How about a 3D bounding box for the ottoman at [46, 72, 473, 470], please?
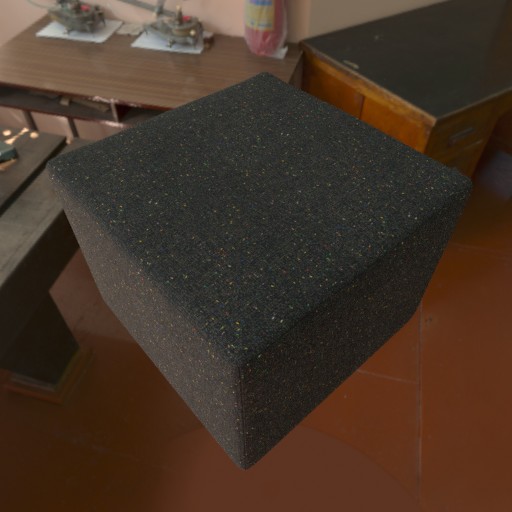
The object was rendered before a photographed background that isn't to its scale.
[{"bbox_3d":[0.000,0.000,0.854,0.508,0.432,0.508,-33,56,-26],"label":"ottoman"}]
